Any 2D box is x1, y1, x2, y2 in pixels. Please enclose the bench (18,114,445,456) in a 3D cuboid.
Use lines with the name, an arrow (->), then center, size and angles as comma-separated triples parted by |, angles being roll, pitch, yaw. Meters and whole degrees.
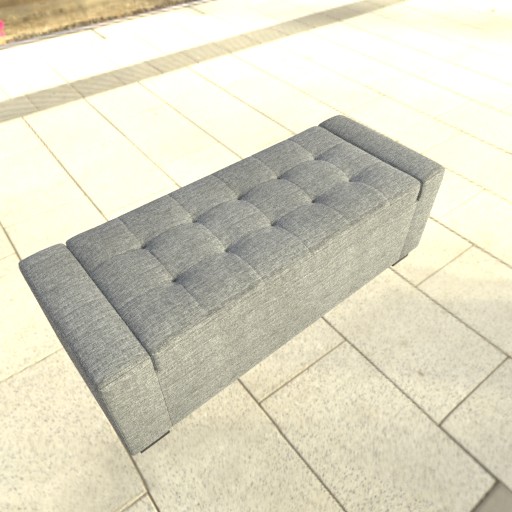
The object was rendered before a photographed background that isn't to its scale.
bench -> 0.000, 0.000, 1.509 | 1.296, 0.445, 0.508 | -31, 53, -27
